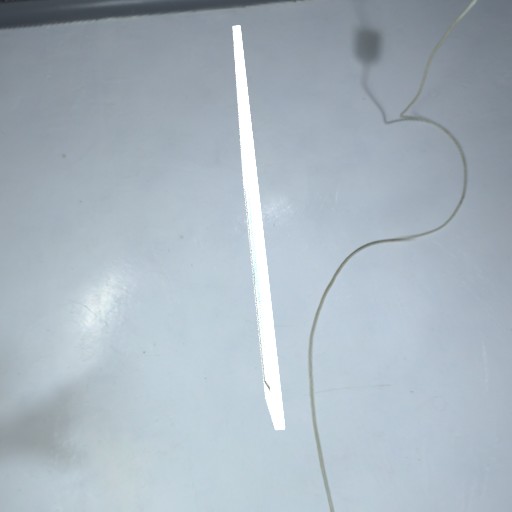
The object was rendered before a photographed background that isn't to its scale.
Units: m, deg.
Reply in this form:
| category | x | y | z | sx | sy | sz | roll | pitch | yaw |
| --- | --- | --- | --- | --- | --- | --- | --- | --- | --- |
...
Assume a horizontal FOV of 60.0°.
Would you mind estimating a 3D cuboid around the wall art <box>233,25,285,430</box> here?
| category | x | y | z | sx | sy | sz | roll | pitch | yaw |
| --- | --- | --- | --- | --- | --- | --- | --- | --- | --- |
| wall art | 0.000 | 0.000 | 0.890 | 0.013 | 0.584 | 0.584 | -6 | 76 | -1 |
